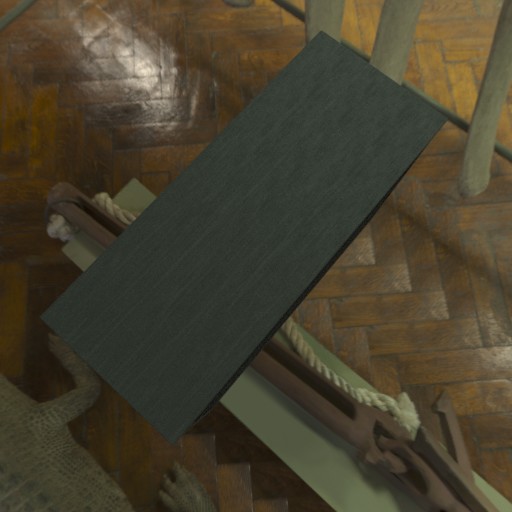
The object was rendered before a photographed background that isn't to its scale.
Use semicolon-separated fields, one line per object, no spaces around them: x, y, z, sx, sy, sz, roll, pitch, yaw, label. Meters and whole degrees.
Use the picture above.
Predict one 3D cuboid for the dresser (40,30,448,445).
0.000;0.000;1.430;0.404;0.816;0.994;40;79;9;dresser
